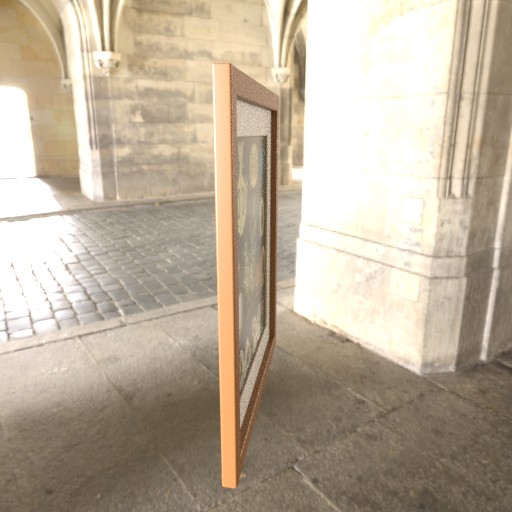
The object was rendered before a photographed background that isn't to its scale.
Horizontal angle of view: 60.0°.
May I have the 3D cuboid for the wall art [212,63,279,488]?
[{"bbox_3d":[0.000,0.000,0.759,0.021,0.550,0.449,3,16,9],"label":"wall art"}]
